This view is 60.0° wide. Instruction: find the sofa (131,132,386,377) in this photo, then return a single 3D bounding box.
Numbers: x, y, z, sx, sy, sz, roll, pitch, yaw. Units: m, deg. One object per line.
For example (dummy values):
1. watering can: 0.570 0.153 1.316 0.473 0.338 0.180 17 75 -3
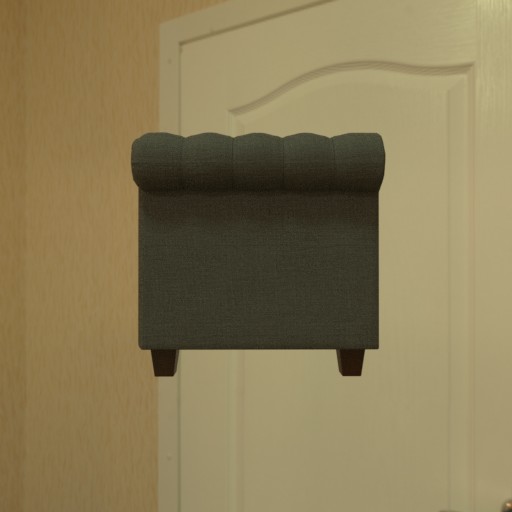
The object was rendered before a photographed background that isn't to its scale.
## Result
1. sofa: 0.000 0.000 2.216 0.783 0.797 1.798 0 0 0
